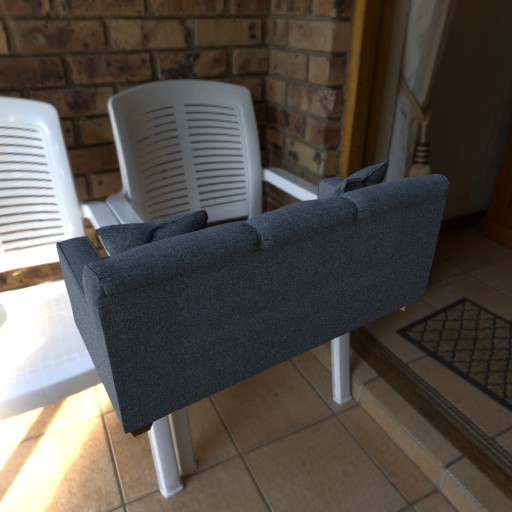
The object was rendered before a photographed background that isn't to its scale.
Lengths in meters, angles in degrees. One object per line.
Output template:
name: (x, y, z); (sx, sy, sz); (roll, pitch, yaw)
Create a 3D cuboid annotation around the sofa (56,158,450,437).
sofa: (0.000, 0.000, 2.596); (2.024, 0.958, 0.997); (-17, 33, -28)
